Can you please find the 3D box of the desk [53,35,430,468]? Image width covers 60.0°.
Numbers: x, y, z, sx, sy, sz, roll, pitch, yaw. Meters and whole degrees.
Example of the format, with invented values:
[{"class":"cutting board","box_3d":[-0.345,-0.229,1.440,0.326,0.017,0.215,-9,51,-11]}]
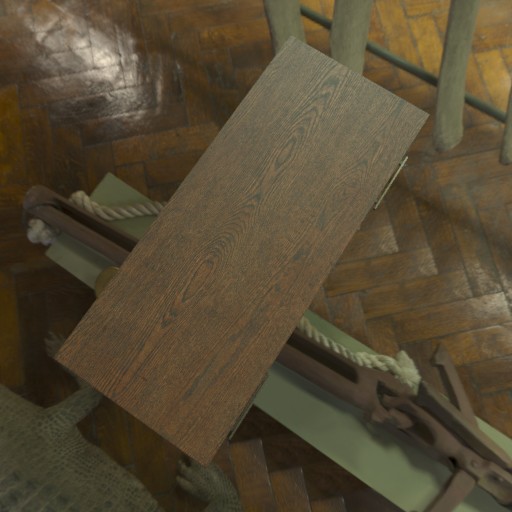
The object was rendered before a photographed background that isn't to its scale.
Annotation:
[{"class":"desk","box_3d":[0.000,0.000,1.859,0.610,0.792,1.384,33,80,7]}]
